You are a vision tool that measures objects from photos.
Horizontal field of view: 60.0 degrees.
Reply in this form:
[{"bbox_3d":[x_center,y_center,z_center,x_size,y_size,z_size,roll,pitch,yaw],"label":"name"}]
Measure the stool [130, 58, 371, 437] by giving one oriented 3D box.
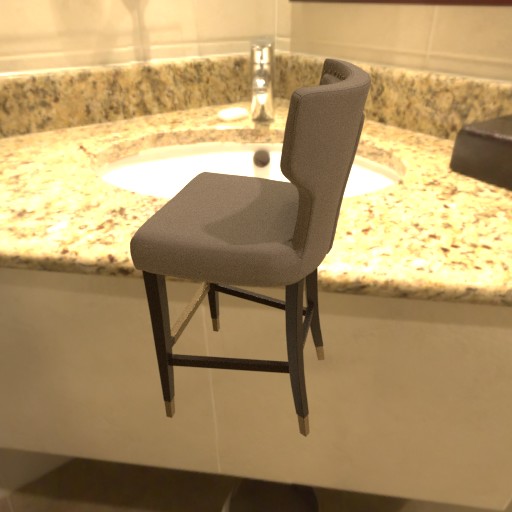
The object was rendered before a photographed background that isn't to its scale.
[{"bbox_3d":[0.000,0.000,1.383,0.563,1.092,0.526,8,32,13],"label":"stool"}]
